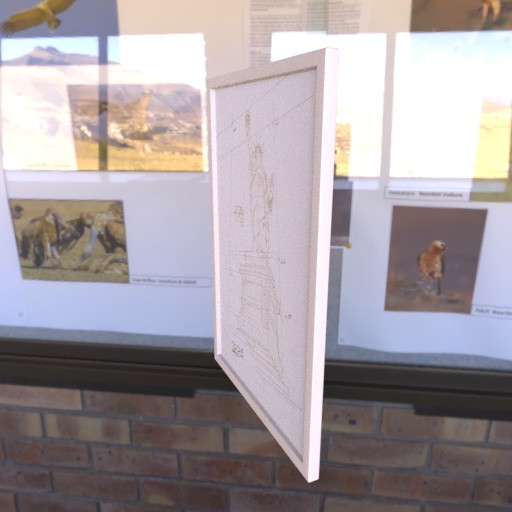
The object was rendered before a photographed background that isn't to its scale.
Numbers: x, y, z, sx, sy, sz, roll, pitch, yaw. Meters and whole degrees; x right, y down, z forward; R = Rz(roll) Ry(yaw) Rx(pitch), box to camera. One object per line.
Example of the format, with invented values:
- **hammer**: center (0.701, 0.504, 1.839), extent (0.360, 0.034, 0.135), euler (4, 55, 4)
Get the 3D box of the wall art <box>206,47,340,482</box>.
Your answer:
- **wall art**: center (0.000, 0.000, 1.502), extent (0.038, 1.183, 0.808), euler (-8, 18, -24)
